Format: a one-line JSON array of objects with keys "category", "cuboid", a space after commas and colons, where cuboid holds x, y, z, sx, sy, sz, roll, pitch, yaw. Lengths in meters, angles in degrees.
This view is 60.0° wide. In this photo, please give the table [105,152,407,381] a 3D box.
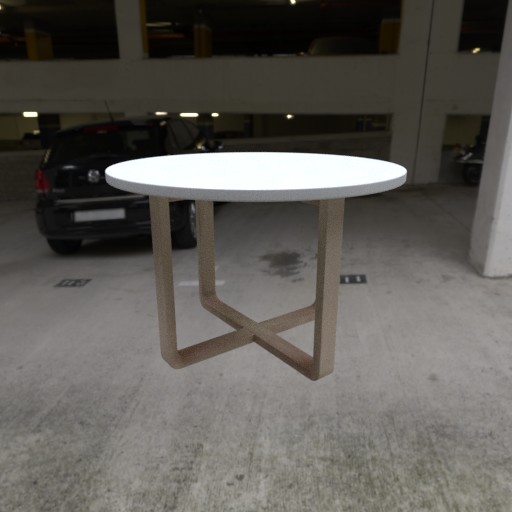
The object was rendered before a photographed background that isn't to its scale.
[{"category": "table", "cuboid": [0.000, 0.000, 0.988, 0.600, 0.400, 0.600, 0, 18, 0]}]
